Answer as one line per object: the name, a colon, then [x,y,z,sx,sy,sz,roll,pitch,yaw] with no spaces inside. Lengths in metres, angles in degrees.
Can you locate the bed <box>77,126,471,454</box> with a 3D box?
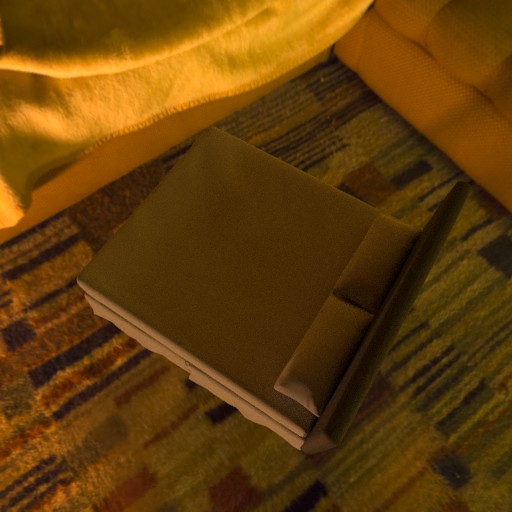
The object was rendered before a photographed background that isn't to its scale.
bed: [0.000,0.000,3.290,2.142,1.330,1.884,30,68,14]
